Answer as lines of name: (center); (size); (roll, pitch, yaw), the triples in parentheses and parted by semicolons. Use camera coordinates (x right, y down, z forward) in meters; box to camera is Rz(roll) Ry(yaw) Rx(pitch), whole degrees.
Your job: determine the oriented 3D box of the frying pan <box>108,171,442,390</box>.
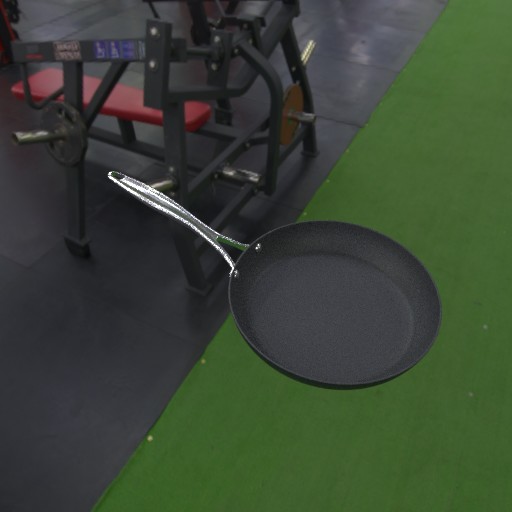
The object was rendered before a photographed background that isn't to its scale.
frying pan: (0.000, 0.000, 0.577); (0.472, 0.105, 0.255); (22, 50, 21)
